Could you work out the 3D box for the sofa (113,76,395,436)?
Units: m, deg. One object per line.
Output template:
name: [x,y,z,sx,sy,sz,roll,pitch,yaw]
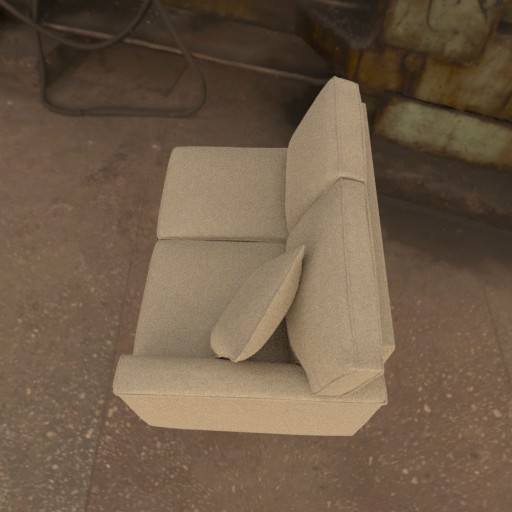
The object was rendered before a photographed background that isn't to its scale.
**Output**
sofa: [0.000,0.000,2.042,0.991,0.989,1.388,2,58,1]
